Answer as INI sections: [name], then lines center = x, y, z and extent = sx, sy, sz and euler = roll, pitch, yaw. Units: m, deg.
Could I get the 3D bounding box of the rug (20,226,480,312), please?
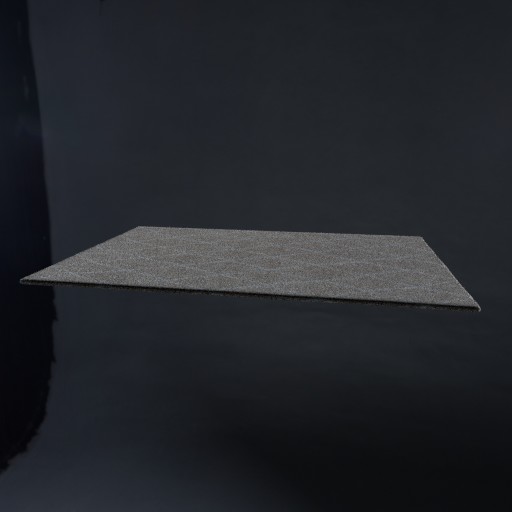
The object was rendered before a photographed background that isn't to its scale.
[rug]
center = 0.000, 0.000, 3.422
extent = 2.743, 0.030, 1.778
euler = 3, 15, 10
